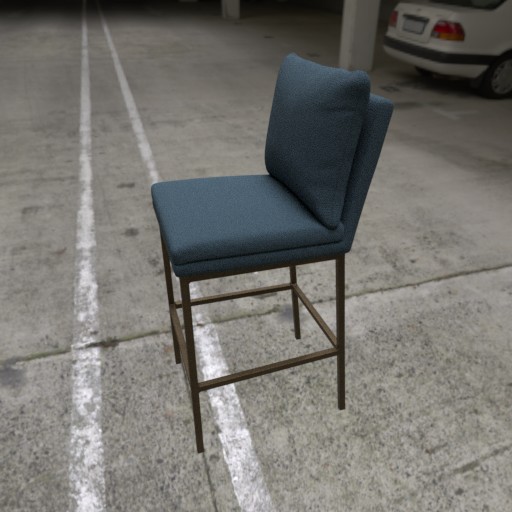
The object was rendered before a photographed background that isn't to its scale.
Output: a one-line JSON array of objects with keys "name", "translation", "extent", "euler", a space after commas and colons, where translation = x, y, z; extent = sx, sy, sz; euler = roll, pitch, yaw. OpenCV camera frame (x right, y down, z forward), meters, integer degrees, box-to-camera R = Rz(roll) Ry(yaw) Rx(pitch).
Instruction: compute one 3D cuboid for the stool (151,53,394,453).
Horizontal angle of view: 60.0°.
[{"name": "stool", "translation": [0.000, 0.000, 1.397], "extent": [0.568, 1.124, 0.463], "euler": [-9, 31, -16]}]
